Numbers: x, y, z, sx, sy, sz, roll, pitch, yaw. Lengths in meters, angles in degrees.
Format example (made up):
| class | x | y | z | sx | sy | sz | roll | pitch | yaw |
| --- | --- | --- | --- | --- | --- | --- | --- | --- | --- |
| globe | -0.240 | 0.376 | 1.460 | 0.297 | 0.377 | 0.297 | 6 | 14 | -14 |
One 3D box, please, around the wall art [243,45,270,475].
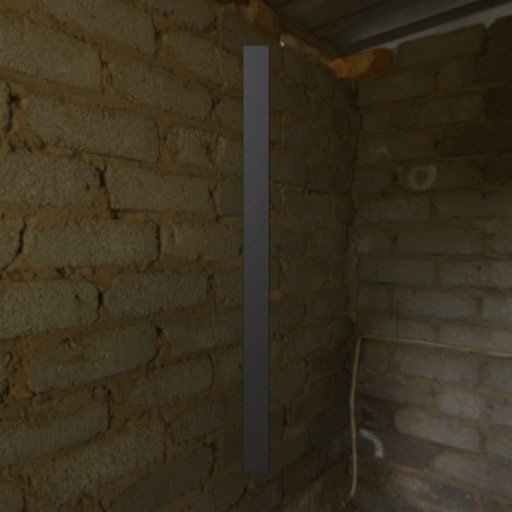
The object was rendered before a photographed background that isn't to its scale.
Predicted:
| class | x | y | z | sx | sy | sz | roll | pitch | yaw |
| --- | --- | --- | --- | --- | --- | --- | --- | --- | --- |
| wall art | 0.000 | 0.000 | 0.751 | 0.029 | 0.458 | 0.559 | 0 | 2 | 0 |
